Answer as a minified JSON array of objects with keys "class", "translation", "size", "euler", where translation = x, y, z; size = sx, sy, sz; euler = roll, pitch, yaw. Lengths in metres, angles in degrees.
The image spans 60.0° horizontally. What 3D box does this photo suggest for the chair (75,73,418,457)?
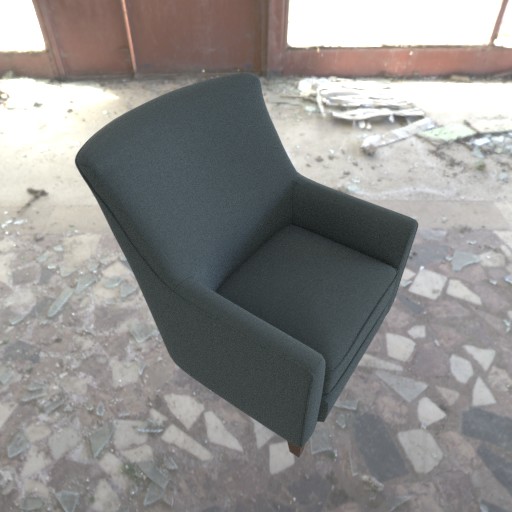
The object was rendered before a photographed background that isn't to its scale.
[{"class":"chair","translation":[0.000,0.000,1.536],"size":[0.879,0.916,0.756],"euler":[26,49,25]}]
